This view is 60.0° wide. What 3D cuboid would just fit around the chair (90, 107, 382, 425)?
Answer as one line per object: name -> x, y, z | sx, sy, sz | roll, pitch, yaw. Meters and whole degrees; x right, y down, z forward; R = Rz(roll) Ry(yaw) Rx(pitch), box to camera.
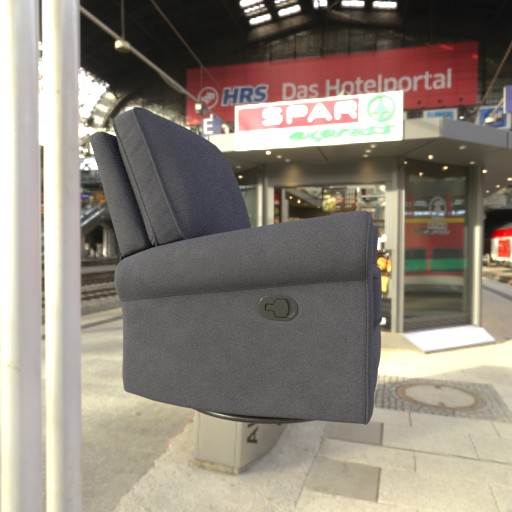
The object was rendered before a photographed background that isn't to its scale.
chair -> 0.000, 0.000, 1.599 | 0.878, 0.961, 0.890 | 0, 1, 16
